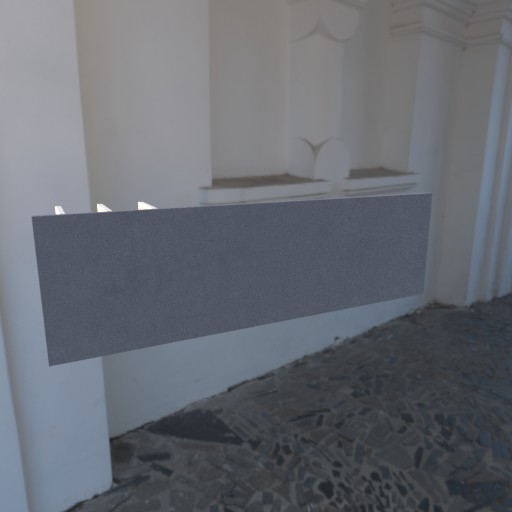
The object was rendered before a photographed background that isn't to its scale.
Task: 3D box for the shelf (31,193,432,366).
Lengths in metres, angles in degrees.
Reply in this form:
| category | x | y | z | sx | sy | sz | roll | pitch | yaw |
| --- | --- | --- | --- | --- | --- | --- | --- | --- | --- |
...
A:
| category | x | y | z | sx | sy | sz | roll | pitch | yaw |
| --- | --- | --- | --- | --- | --- | --- | --- | --- | --- |
| shelf | 0.000 | 0.000 | 1.155 | 1.020 | 0.300 | 0.200 | -7 | 15 | -26 |
